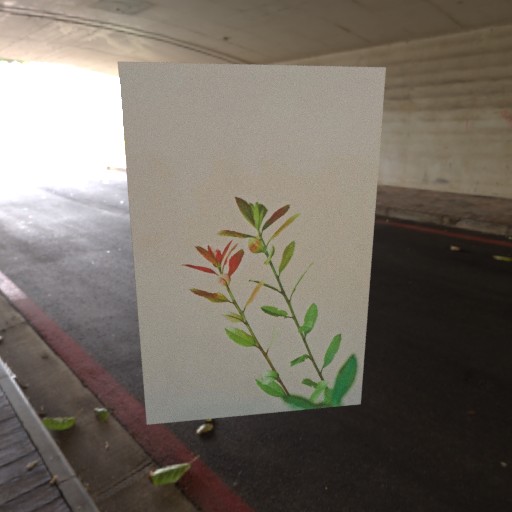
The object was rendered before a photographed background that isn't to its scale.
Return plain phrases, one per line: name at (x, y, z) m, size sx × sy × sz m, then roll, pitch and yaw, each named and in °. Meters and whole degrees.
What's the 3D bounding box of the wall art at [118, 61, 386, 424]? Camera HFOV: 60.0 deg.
wall art at (0.000, 0.000, 0.769) m, size 0.408 × 0.611 × 0.038 m, roll -2°, pitch 16°, yaw -8°
